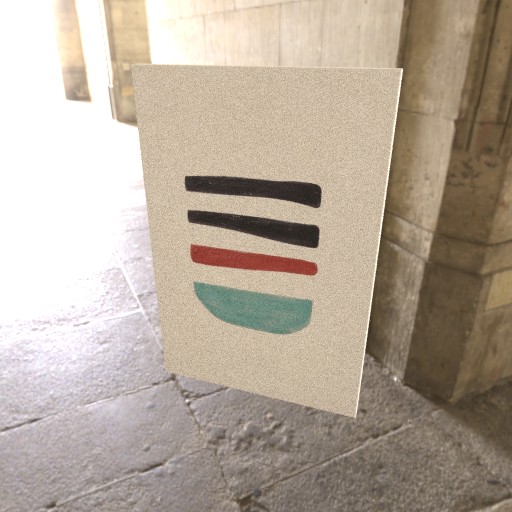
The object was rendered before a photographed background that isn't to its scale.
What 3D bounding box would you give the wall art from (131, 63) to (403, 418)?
[{"bbox_3d":[0.000,0.000,1.157,0.607,0.912,0.038,8,27,17],"label":"wall art"}]
